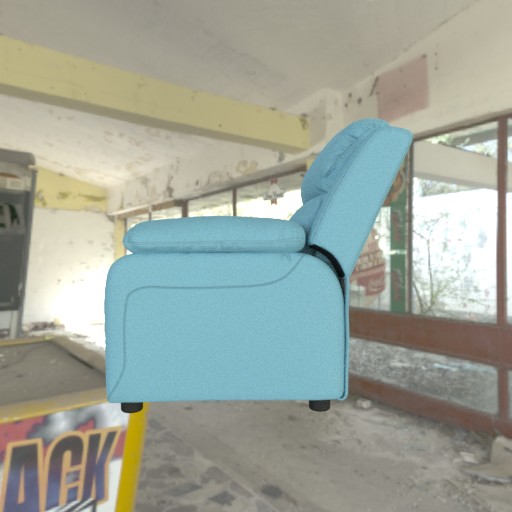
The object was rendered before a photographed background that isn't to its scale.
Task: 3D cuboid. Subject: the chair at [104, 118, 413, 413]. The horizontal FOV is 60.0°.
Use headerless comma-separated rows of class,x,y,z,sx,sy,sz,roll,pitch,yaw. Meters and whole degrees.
chair,0.000,0.000,1.260,0.709,0.702,0.680,0,-1,0
